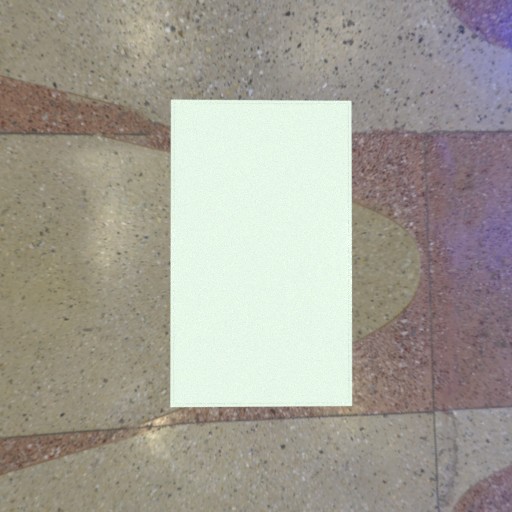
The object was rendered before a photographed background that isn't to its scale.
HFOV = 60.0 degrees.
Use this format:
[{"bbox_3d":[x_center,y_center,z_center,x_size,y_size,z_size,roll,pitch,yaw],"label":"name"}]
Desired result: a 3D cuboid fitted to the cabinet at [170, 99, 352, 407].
[{"bbox_3d":[0.000,0.000,2.376,0.580,1.920,0.980,0,89,-1],"label":"cabinet"}]
